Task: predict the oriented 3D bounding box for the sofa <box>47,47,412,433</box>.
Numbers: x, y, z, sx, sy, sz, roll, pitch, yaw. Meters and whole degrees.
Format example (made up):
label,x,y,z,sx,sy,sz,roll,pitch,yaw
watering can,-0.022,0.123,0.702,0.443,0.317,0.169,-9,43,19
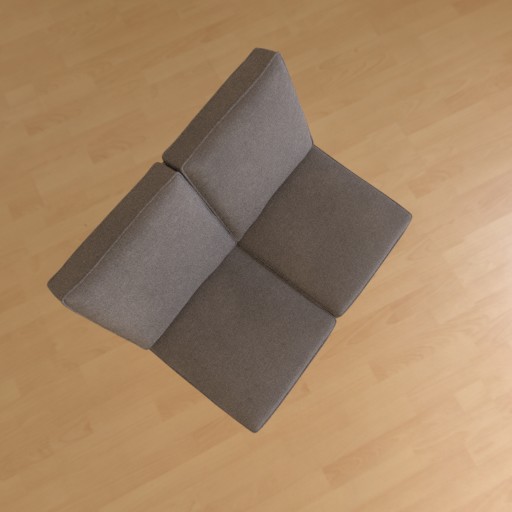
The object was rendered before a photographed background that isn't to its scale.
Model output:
label,x,y,z,sx,sy,sz,roll,pitch,yaw
sofa,0.000,0.000,1.990,0.951,1.008,1.237,37,80,8
